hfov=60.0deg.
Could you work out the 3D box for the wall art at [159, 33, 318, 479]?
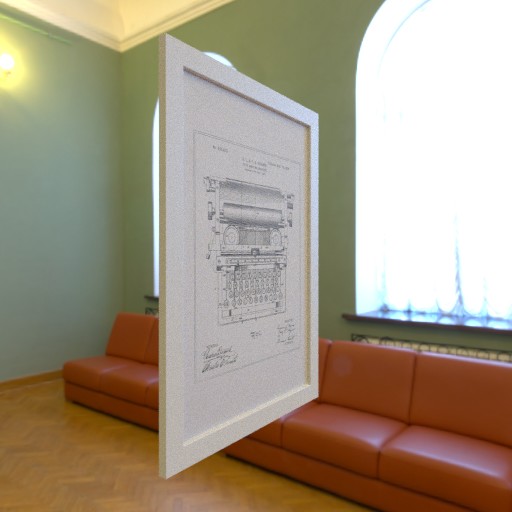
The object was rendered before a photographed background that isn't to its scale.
[{"bbox_3d":[0.000,0.000,0.686,0.013,0.533,0.381,0,0,36],"label":"wall art"}]
